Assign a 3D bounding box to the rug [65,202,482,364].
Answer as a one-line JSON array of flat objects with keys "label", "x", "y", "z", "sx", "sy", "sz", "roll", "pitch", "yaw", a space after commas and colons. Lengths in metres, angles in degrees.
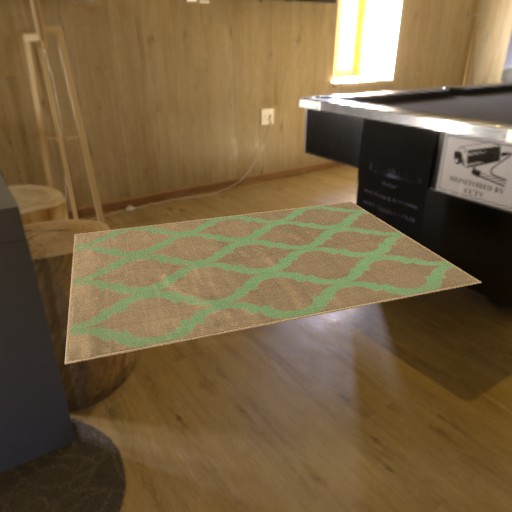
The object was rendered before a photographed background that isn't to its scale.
[{"label": "rug", "x": 0.000, "y": 0.000, "z": 2.923, "sx": 2.286, "sy": 0.006, "sz": 1.524, "roll": -8, "pitch": 27, "yaw": -17}]
